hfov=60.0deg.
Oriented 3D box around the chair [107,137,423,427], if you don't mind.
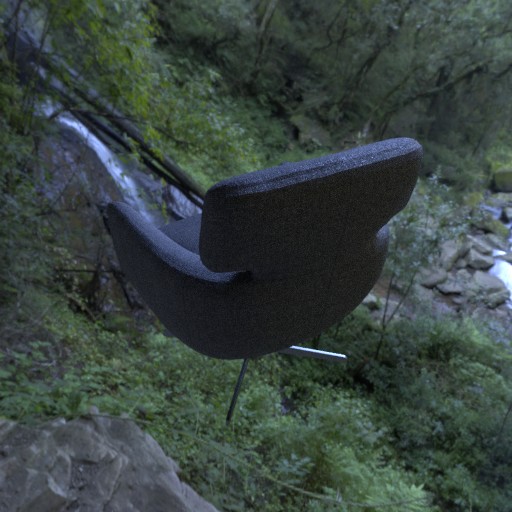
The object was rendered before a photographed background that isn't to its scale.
[{"bbox_3d":[0.000,0.000,1.355,0.706,0.812,0.715,-19,37,-28],"label":"chair"}]
